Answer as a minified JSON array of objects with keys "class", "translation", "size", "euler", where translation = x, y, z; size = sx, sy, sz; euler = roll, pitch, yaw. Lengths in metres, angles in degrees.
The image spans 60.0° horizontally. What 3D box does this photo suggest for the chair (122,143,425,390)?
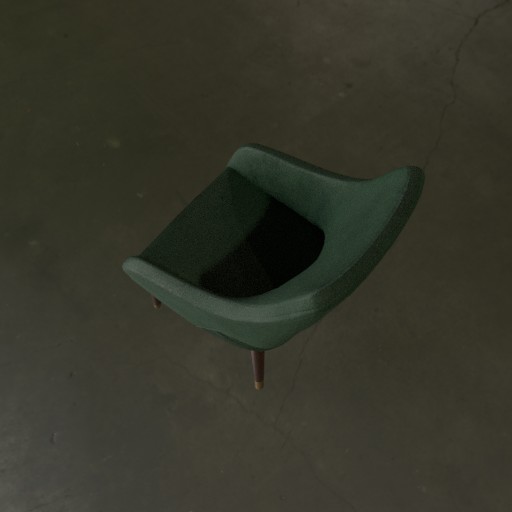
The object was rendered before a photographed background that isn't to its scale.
[{"class":"chair","translation":[0.000,0.000,1.592],"size":[0.794,1.081,0.683],"euler":[34,67,16]}]
